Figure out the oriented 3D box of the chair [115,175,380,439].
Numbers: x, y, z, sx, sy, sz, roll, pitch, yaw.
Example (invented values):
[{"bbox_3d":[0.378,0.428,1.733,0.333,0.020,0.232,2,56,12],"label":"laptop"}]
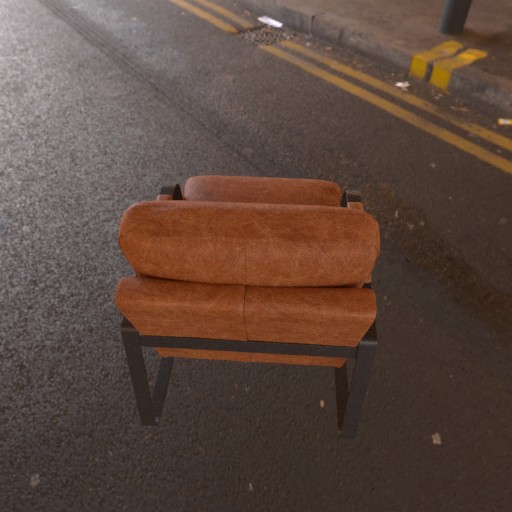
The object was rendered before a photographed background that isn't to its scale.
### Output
[{"bbox_3d":[0.000,0.000,1.372,0.651,0.777,0.801,3,45,3],"label":"chair"}]
